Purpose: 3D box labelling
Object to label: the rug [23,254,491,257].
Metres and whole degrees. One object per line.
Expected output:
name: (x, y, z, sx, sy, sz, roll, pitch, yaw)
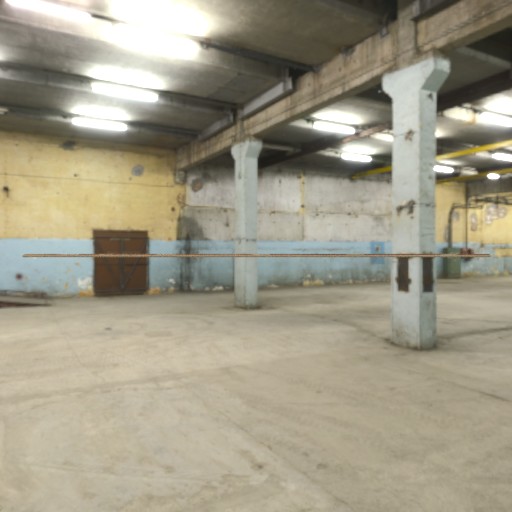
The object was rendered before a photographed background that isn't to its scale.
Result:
rug: (0.000, 0.000, 4.106, 3.049, 0.021, 2.466, 0, 0, -1)
